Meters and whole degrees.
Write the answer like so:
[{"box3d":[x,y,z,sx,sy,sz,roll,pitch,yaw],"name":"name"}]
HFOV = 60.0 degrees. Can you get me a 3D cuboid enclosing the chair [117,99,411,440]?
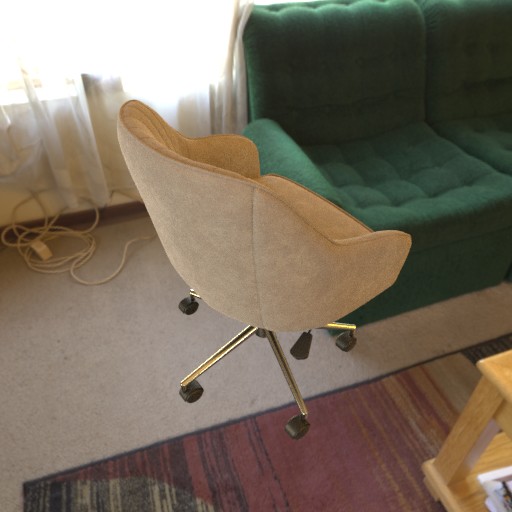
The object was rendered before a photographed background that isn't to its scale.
[{"box3d":[0.000,0.000,1.202,0.573,0.831,0.635,-26,46,-27],"name":"chair"}]
